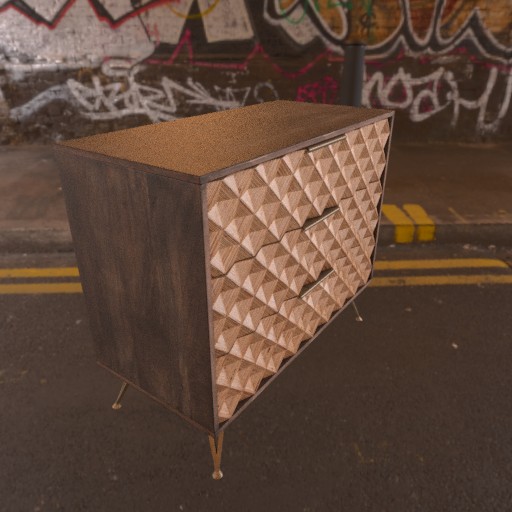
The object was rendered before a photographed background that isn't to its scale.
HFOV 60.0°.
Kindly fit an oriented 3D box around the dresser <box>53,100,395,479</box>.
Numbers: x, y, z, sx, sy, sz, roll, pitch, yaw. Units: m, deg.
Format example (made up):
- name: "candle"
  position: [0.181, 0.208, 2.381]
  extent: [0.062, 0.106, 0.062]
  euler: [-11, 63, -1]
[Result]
- name: "dresser"
  position: [0.000, 0.000, 1.384]
  extent: [0.453, 0.801, 0.923]
  euler: [18, 32, 32]
